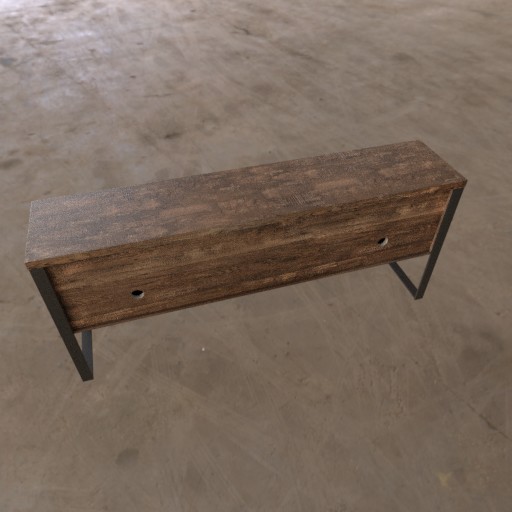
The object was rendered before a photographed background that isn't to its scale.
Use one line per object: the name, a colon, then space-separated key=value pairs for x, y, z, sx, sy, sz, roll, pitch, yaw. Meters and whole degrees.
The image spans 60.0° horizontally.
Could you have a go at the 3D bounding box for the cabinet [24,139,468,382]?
cabinet: x=0.000 y=0.000 z=2.127 sx=1.800 sy=0.762 sz=0.395 roll=-12 pitch=44 yaw=-12
